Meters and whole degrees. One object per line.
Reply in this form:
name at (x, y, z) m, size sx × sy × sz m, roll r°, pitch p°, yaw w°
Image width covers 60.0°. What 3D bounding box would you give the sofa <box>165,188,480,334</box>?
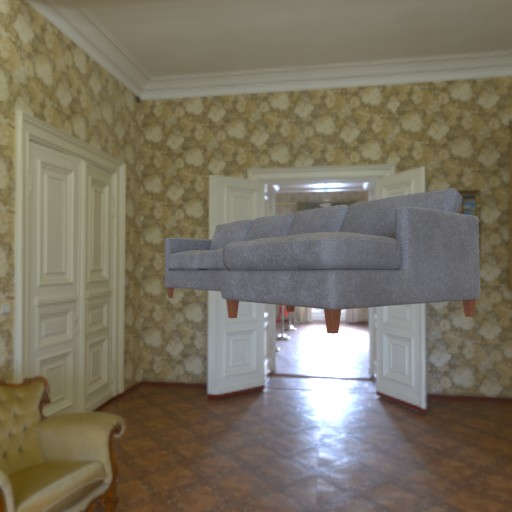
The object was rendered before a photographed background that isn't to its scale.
sofa at (0.000, 0.000, 4.161) m, size 1.604 × 0.950 × 3.471 m, roll 1°, pitch -2°, yaw -37°
